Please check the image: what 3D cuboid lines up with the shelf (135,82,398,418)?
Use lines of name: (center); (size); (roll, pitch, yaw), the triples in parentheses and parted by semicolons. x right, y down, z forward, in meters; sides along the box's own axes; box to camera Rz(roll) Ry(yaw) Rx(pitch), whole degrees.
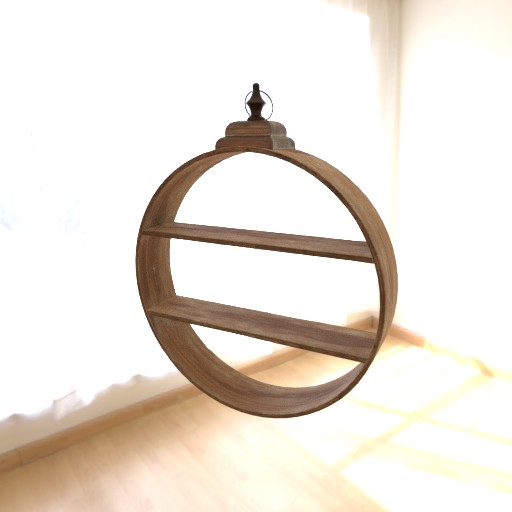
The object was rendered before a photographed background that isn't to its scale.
shelf: (0.000, 0.000, 0.989); (0.601, 0.725, 0.125); (8, 17, 26)
